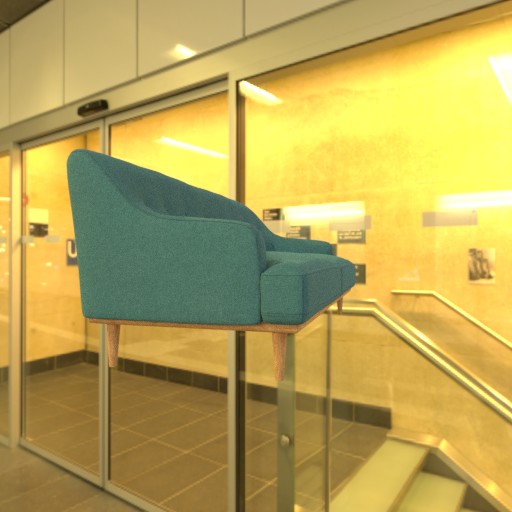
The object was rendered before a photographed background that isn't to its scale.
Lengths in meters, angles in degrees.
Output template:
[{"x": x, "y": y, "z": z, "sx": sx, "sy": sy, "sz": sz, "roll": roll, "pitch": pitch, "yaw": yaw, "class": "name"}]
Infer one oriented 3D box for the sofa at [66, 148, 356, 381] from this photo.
[{"x": 0.000, "y": 0.000, "z": 2.546, "sx": 0.978, "sy": 0.871, "sz": 2.057, "roll": 0, "pitch": 0, "yaw": 17, "class": "sofa"}]
